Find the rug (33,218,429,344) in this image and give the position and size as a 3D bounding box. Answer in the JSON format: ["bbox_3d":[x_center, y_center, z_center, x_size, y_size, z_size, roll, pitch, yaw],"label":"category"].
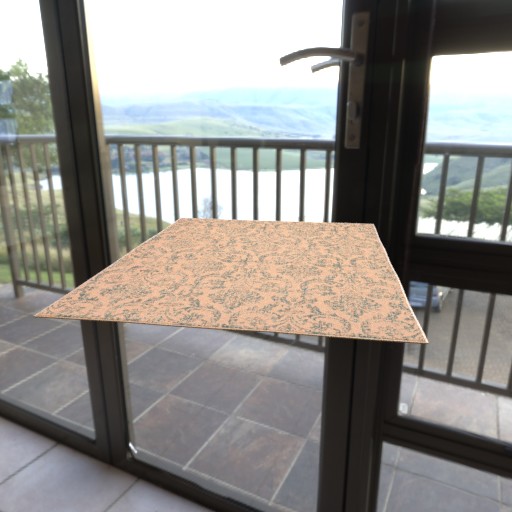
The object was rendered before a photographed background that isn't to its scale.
[{"bbox_3d":[0.000,0.000,4.001,2.363,0.012,2.980,3,17,8],"label":"rug"}]
